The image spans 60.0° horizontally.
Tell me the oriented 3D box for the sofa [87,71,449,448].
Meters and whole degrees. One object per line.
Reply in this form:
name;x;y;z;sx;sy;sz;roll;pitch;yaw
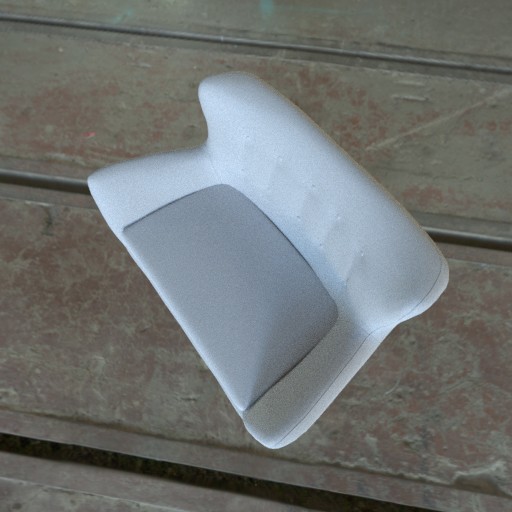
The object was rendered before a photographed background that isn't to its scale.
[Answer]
sofa;0.000;0.000;2.005;0.921;0.878;1.424;-33;67;-16
